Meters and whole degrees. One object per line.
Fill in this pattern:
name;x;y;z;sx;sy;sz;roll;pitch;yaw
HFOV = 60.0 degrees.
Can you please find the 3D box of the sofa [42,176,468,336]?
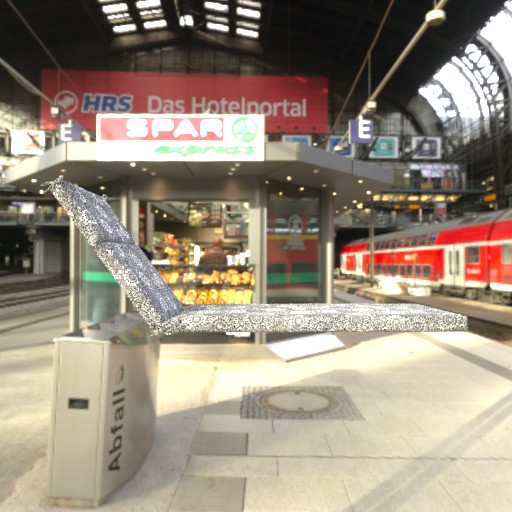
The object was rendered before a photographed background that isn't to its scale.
sofa;0.000;0.000;1.976;1.663;0.622;0.582;0;-1;-1
